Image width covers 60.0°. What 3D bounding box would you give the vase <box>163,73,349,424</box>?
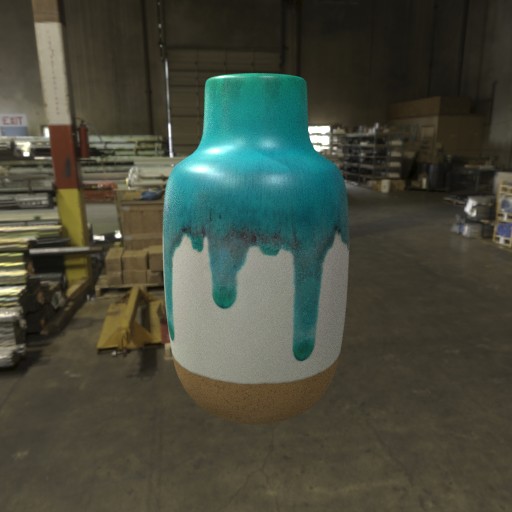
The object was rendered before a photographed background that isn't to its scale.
[{"bbox_3d":[0.000,0.000,0.258,0.106,0.192,0.106,0,15,0],"label":"vase"}]
